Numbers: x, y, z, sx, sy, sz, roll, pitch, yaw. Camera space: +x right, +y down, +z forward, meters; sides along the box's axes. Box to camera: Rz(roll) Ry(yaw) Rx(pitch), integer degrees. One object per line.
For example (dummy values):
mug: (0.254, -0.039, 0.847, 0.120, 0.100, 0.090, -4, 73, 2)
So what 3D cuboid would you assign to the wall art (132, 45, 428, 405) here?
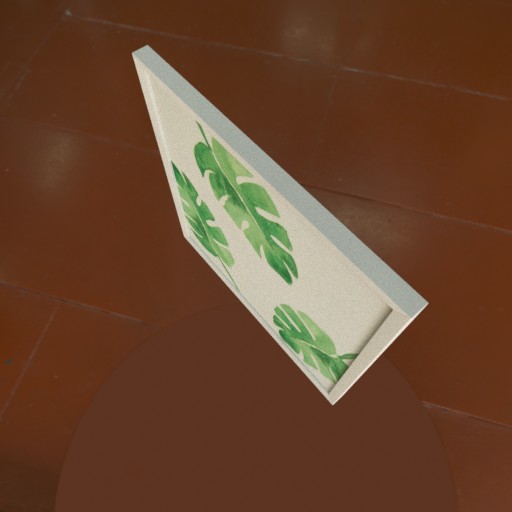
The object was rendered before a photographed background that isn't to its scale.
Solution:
wall art: (0.000, 0.000, 1.132, 0.040, 0.762, 0.762, -37, 68, -17)
